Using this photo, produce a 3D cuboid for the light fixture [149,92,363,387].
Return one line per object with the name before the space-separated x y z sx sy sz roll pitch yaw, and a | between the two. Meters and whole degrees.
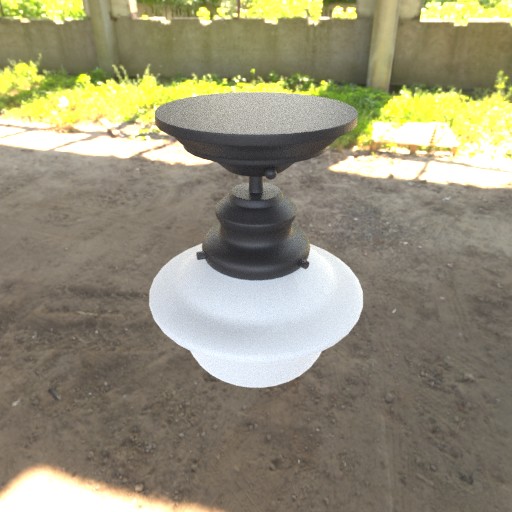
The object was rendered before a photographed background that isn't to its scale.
light fixture | 0.000 0.000 0.396 0.197 0.254 0.197 0 30 0
